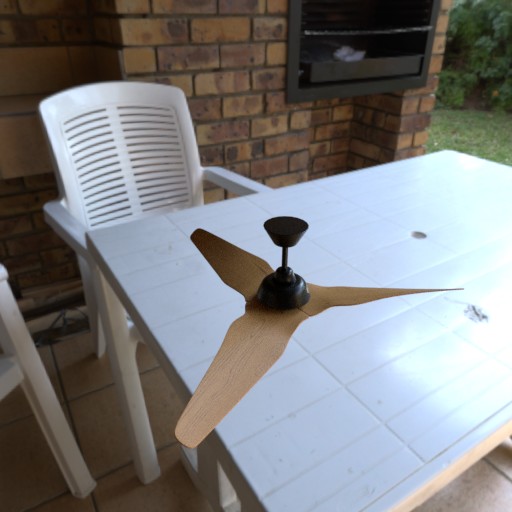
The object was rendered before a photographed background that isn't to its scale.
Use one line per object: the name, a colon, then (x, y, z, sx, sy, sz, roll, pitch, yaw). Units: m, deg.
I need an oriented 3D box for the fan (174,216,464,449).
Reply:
fan: (0.000, 0.000, 1.603, 1.142, 0.355, 1.010, -20, 35, -32)
